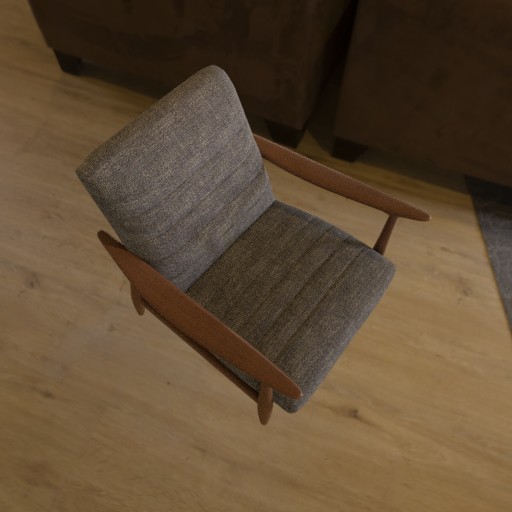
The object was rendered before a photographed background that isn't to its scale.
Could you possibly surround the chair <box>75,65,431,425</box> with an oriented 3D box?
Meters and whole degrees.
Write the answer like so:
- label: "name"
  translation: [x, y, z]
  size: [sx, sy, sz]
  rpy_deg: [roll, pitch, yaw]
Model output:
- label: "chair"
  translation: [0.000, 0.000, 1.467]
  size: [0.798, 0.832, 0.741]
  rpy_deg: [34, 64, 19]
